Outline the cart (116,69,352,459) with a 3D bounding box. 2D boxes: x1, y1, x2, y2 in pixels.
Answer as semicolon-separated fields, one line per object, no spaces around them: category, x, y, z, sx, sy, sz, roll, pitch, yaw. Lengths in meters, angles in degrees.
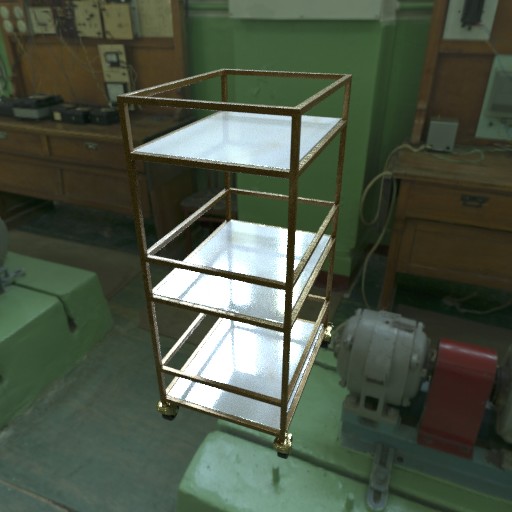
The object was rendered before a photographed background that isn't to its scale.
cart;0.000;0.000;1.032;0.332;0.761;0.483;10;31;18
